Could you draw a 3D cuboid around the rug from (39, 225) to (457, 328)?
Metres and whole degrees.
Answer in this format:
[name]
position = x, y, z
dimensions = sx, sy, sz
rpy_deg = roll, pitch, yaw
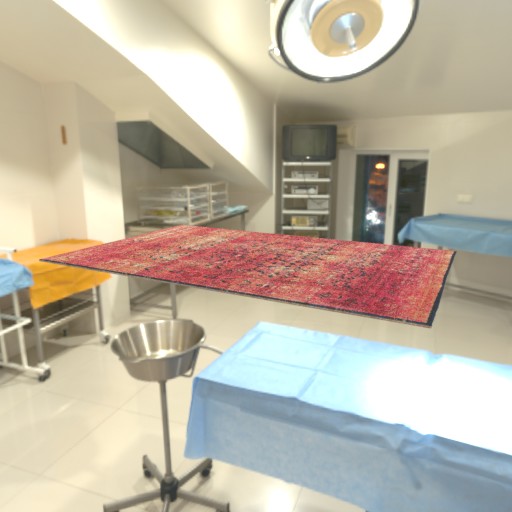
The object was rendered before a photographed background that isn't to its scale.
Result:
[rug]
position = 0.000, 0.000, 3.050
dimensions = 2.449, 0.018, 1.539
rpy_deg = 7, 15, 27
